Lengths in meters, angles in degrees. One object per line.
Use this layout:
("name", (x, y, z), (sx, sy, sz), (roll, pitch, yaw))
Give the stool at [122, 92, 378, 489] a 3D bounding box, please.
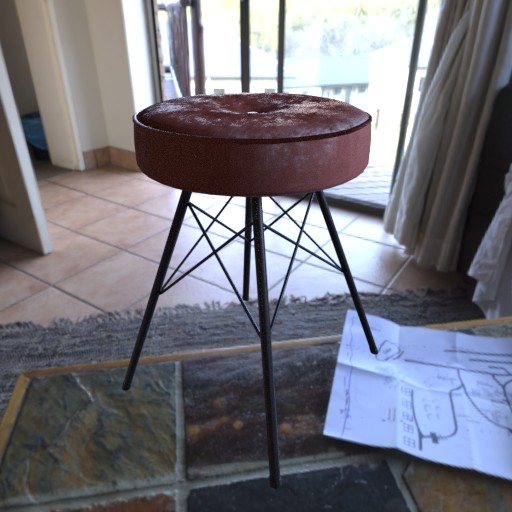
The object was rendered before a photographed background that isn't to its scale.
("stool", (0.000, 0.000, 0.900), (0.421, 0.593, 0.457), (19, 33, 31))
